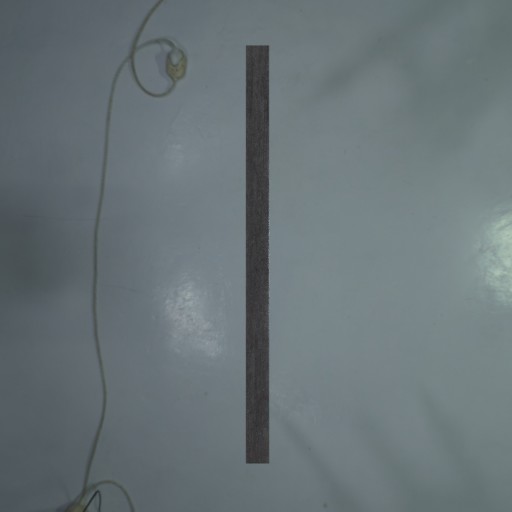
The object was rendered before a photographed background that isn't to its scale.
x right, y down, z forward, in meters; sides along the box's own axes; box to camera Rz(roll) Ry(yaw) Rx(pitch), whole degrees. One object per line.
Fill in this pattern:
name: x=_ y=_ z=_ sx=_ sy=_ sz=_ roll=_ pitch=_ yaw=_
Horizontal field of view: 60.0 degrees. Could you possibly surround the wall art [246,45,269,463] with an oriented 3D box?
wall art: x=0.000 y=0.000 z=0.797 sx=0.027 sy=0.580 sz=0.479 roll=0 pitch=89 yaw=0
